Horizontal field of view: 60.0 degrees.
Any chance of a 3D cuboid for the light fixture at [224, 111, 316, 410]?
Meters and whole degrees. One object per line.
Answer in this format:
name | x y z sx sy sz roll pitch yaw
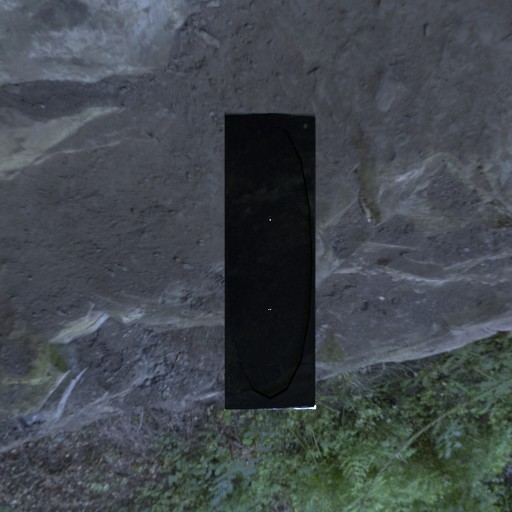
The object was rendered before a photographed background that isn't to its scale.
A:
light fixture | 0.000 0.000 1.616 0.188 1.408 0.623 0 90 -2
